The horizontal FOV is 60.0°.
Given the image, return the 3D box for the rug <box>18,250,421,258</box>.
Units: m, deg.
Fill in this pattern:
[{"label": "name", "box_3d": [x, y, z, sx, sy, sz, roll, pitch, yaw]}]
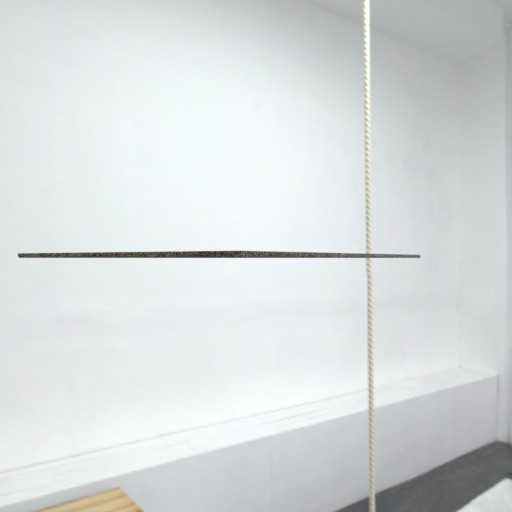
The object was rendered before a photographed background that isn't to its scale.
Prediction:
[{"label": "rug", "box_3d": [0.000, 0.000, 2.921, 1.501, 0.025, 2.352, 0, 0, 35]}]
